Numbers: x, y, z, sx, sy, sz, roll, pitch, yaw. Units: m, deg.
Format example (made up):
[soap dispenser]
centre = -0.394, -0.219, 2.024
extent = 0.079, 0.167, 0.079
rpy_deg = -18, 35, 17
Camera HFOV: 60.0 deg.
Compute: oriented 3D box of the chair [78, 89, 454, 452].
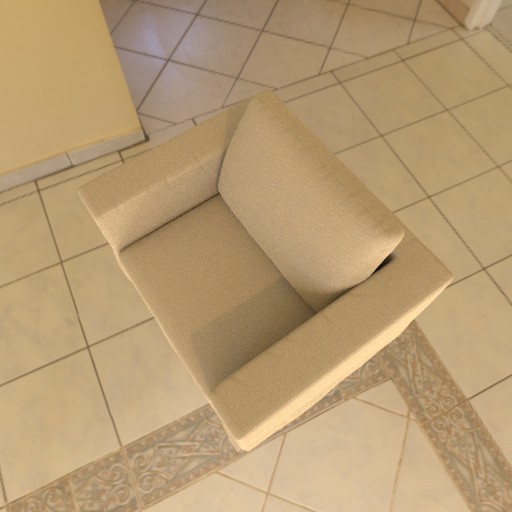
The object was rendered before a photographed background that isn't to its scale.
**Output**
[chair]
centre = 0.000, 0.000, 1.812
extent = 0.957, 0.878, 1.150
rpy_deg = -32, 68, -15
